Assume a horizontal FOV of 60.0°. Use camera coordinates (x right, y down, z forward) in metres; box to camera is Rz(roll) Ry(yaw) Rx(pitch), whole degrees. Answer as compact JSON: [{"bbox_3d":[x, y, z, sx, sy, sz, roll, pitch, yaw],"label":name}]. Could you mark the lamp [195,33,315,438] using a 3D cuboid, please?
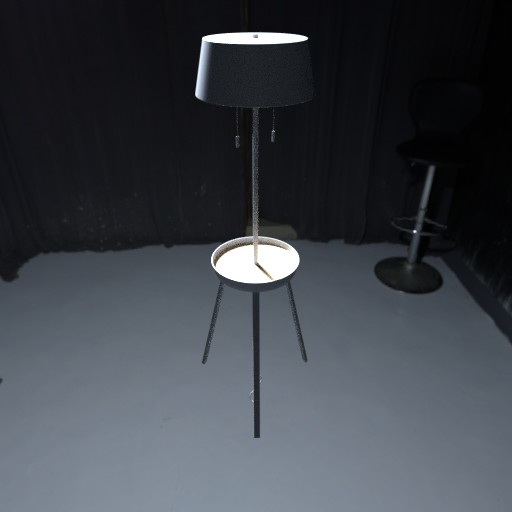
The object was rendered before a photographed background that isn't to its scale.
[{"bbox_3d":[0.000,0.000,1.599,0.508,1.429,0.468,-1,32,-1],"label":"lamp"}]
